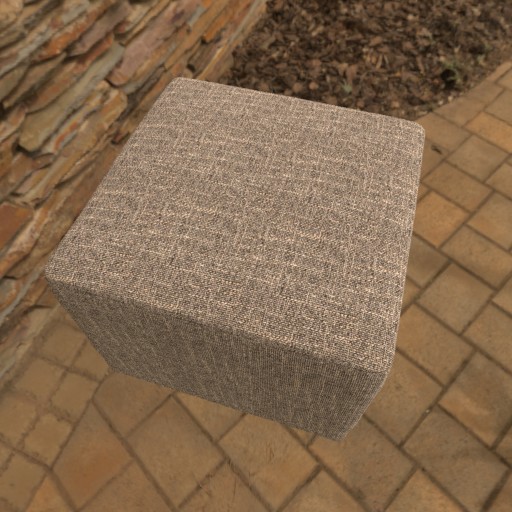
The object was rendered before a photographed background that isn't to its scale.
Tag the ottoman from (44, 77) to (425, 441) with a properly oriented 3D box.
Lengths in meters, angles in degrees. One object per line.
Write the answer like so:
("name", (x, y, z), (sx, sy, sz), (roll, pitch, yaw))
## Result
("ottoman", (0.000, 0.000, 0.888), (0.521, 0.453, 0.512), (14, 57, 9))
